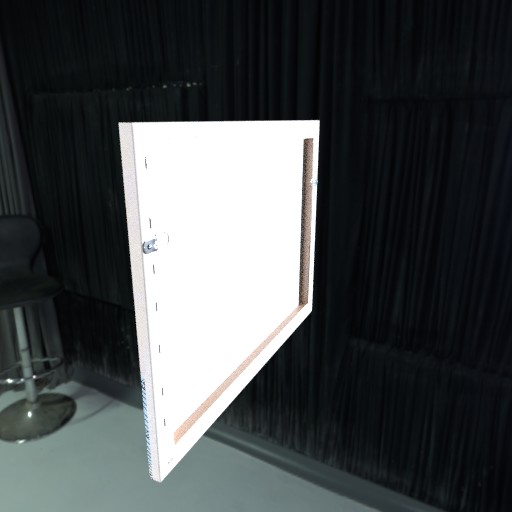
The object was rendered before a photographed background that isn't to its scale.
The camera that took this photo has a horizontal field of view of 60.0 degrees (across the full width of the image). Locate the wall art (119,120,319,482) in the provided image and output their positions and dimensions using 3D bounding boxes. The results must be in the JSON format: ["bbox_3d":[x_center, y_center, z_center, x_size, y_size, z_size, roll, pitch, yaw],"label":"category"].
[{"bbox_3d":[0.000,0.000,1.567,0.042,0.912,1.219,8,19,25],"label":"wall art"}]
